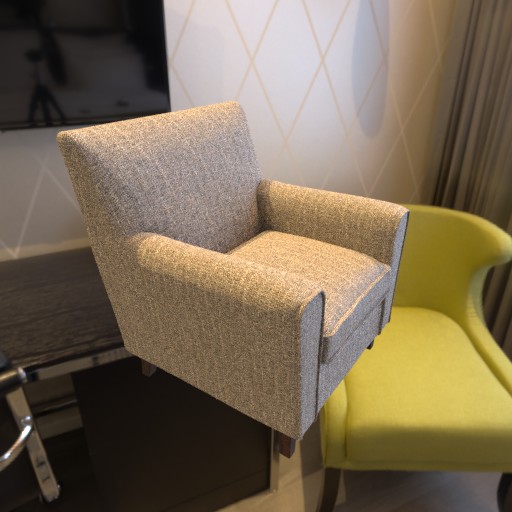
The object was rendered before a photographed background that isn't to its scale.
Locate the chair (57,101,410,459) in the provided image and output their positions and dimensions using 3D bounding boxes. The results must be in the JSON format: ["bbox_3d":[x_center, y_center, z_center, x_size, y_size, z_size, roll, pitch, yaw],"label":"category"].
[{"bbox_3d":[0.000,0.000,1.616,0.873,0.928,0.864,18,32,31],"label":"chair"}]
